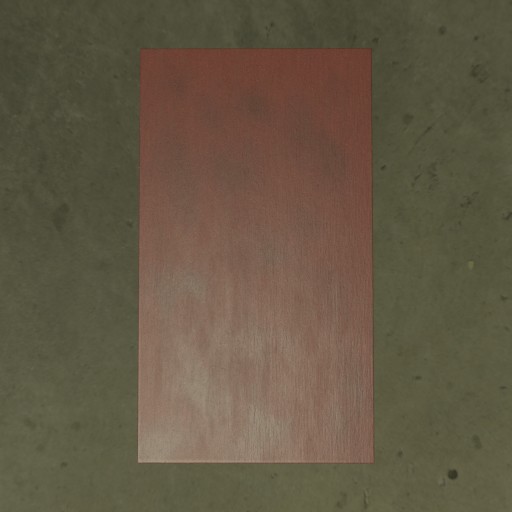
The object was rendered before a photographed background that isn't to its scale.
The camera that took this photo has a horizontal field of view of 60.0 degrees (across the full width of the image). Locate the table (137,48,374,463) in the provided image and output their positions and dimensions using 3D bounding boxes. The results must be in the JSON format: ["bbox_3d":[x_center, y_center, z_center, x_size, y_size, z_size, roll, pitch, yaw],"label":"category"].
[{"bbox_3d":[0.000,0.000,1.231,0.533,0.456,0.943,0,89,0],"label":"table"}]
